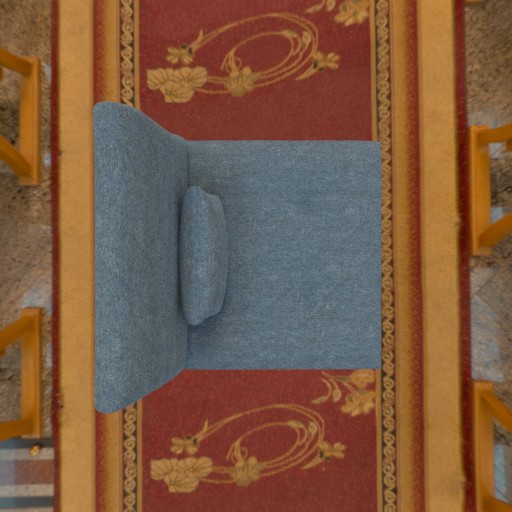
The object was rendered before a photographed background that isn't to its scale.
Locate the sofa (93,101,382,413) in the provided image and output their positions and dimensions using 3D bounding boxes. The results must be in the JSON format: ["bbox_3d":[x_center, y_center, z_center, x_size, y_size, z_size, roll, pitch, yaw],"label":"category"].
[{"bbox_3d":[0.000,0.000,1.659,1.000,0.820,0.930,0,91,0],"label":"sofa"}]
